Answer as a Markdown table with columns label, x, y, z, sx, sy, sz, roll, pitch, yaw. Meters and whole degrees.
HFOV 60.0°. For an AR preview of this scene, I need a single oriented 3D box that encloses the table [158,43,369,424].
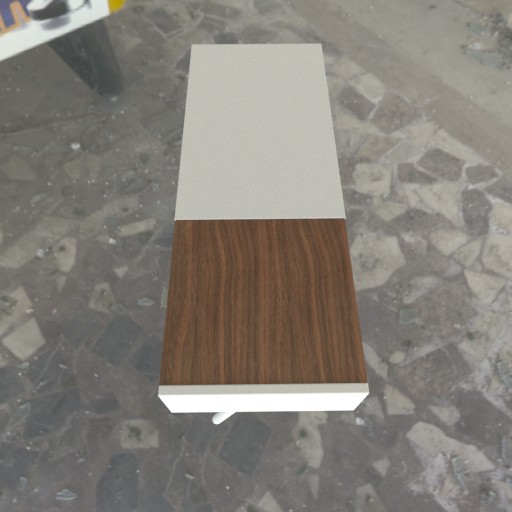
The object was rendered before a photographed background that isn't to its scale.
| label | x | y | z | sx | sy | sz | roll | pitch | yaw |
| --- | --- | --- | --- | --- | --- | --- | --- | --- | --- |
| table | 0.000 | 0.000 | 1.442 | 0.418 | 0.785 | 1.066 | -1 | 60 | 0 |
